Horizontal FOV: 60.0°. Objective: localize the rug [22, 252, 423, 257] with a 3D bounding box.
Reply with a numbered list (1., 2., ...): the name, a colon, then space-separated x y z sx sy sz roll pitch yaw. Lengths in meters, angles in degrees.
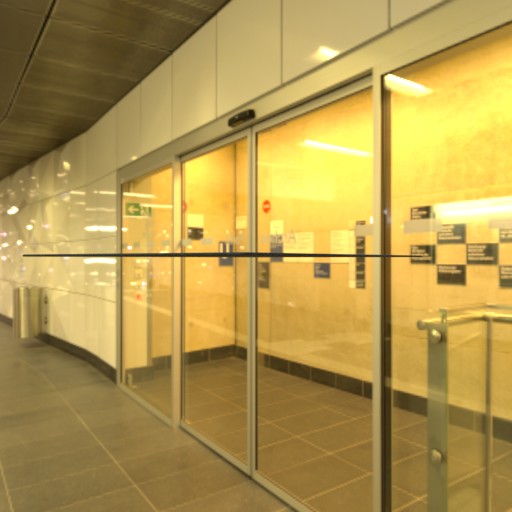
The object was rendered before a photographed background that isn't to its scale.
1. rug: 0.000 0.000 2.331 1.219 0.010 1.829 0 0 35
